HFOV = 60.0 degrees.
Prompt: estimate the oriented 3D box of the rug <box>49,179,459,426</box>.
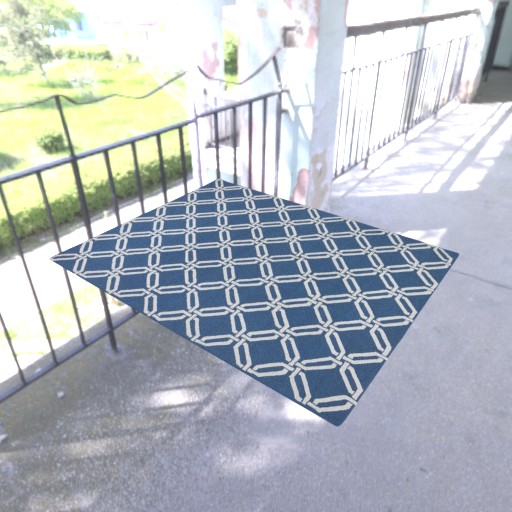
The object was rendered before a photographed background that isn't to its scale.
[{"bbox_3d":[0.000,0.000,3.924,2.867,0.020,2.277,22,38,31],"label":"rug"}]
